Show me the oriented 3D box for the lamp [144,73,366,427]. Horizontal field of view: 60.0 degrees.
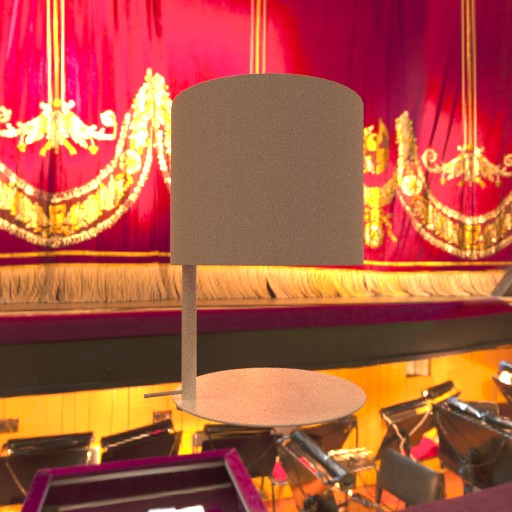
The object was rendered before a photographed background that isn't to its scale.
[{"bbox_3d":[0.000,0.000,0.695,0.341,0.454,0.299,0,-1,-18],"label":"lamp"}]
